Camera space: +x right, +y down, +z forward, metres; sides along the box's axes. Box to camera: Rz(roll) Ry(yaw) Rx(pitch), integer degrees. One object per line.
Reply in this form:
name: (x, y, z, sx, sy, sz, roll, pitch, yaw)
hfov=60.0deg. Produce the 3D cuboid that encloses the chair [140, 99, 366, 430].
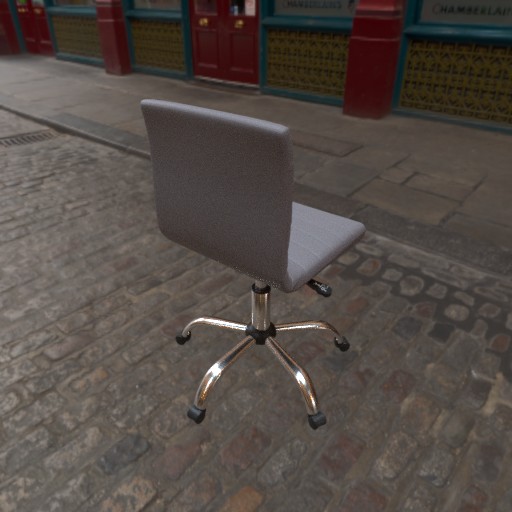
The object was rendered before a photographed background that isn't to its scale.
chair: (0.000, 0.000, 1.142, 0.556, 0.780, 0.530, 23, 37, 34)
